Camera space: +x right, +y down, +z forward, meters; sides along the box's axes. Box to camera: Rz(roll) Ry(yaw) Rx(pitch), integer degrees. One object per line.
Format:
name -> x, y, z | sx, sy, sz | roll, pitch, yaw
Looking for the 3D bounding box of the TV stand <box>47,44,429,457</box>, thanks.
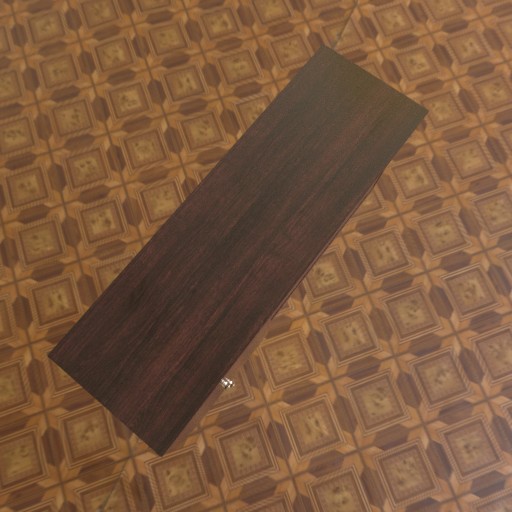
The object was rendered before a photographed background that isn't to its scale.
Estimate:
TV stand -> 0.000, 0.000, 1.503 | 0.404, 0.614, 1.192 | 37, 78, 9
